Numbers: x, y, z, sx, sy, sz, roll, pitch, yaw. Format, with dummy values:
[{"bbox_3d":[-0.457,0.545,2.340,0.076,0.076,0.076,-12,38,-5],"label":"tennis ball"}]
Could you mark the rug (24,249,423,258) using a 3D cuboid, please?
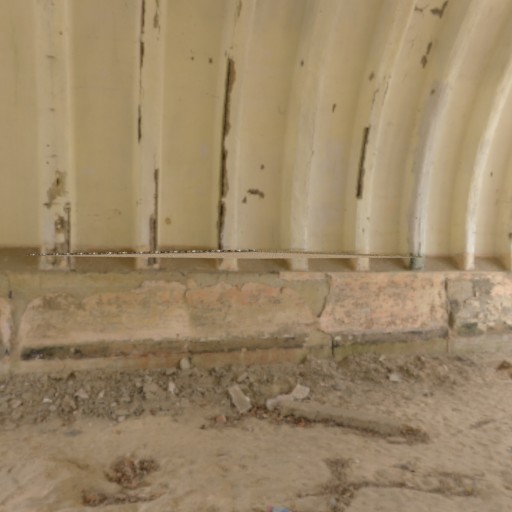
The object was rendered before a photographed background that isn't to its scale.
[{"bbox_3d":[0.000,0.000,2.326,1.247,0.008,1.802,-1,-1,36],"label":"rug"}]
